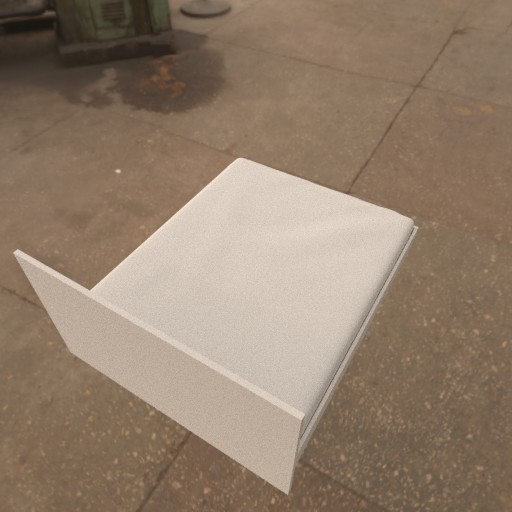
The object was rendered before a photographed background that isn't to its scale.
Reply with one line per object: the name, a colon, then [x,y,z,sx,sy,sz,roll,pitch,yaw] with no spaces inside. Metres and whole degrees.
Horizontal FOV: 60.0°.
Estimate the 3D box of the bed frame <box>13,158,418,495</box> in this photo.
bed frame: [0.000,0.000,3.002,1.711,1.001,2.100,24,51,21]
